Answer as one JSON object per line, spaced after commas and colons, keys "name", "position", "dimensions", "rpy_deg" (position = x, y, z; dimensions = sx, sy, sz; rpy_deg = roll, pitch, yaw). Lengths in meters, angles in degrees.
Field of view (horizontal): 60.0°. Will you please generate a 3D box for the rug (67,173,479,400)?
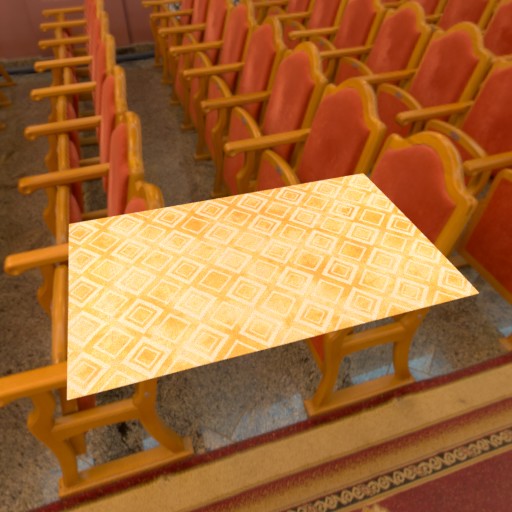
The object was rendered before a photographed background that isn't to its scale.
{"name": "rug", "position": [0.000, 0.000, 2.999], "dimensions": [2.424, 0.010, 1.511], "rpy_deg": [-12, 42, -13]}
